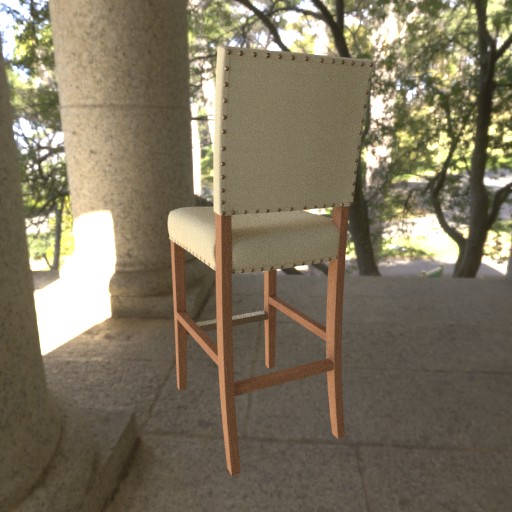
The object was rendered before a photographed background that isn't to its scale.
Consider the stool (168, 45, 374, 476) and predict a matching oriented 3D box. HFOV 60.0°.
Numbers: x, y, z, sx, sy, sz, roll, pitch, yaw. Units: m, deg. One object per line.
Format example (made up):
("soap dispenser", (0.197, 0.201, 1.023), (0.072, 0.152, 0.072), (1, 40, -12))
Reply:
("stool", (0.000, 0.000, 1.474), (0.445, 1.168, 0.584), (-7, 16, -25))
